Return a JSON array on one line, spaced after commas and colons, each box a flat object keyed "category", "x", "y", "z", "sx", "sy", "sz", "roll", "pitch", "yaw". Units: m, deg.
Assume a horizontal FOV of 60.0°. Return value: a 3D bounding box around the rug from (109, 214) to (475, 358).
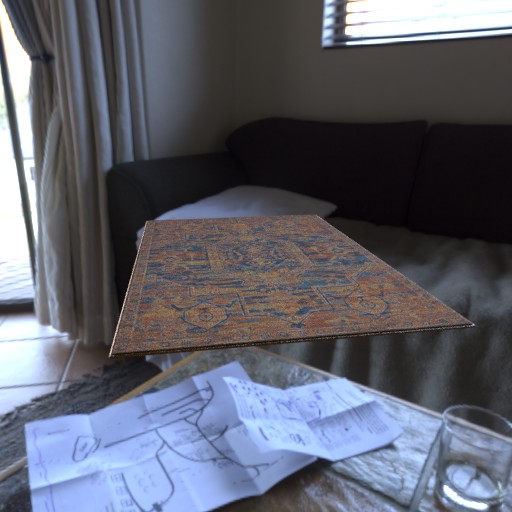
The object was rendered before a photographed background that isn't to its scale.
[{"category": "rug", "x": 0.000, "y": 0.000, "z": 2.170, "sx": 1.148, "sy": 0.013, "sz": 1.758, "roll": -3, "pitch": 18, "yaw": -9}]
